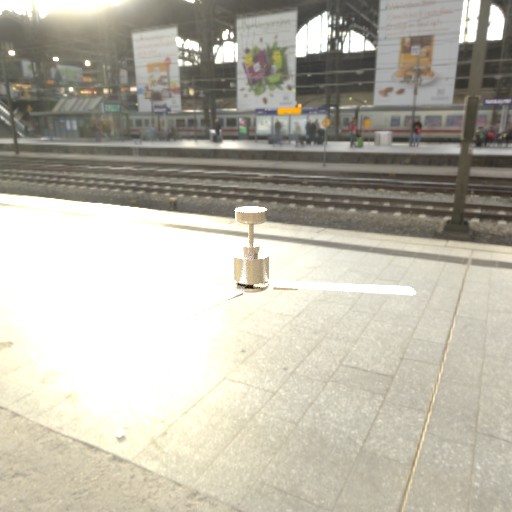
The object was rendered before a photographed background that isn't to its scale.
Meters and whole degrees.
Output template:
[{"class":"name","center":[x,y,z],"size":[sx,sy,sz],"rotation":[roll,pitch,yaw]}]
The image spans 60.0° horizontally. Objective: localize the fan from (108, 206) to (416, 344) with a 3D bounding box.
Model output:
[{"class":"fan","center":[0.000,0.000,2.337],"size":[1.561,0.446,1.531],"rotation":[8,18,25]}]
